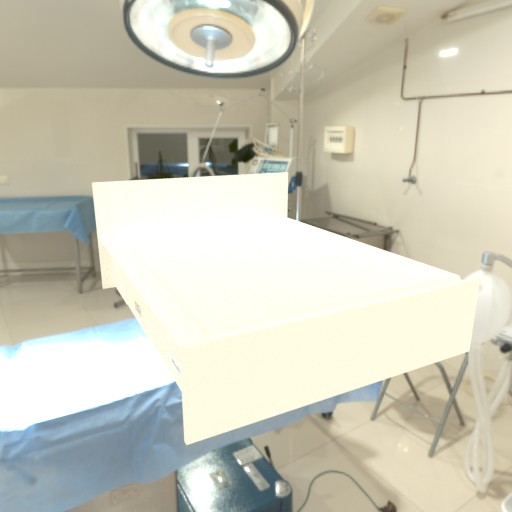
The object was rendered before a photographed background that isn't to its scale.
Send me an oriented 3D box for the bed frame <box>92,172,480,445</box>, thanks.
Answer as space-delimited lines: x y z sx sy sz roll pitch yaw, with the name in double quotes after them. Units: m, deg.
0.000 0.000 2.796 1.622 0.800 1.960 -8 18 -26 "bed frame"
